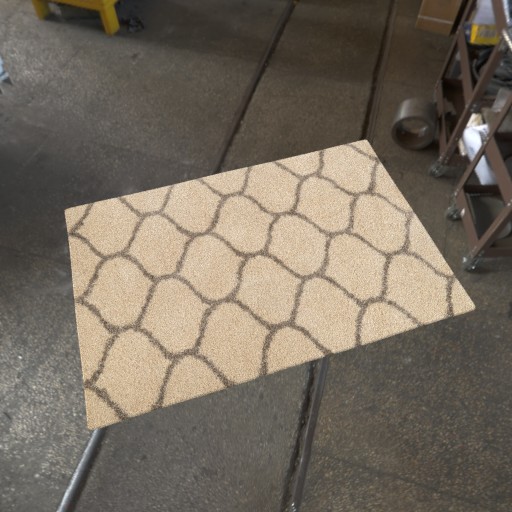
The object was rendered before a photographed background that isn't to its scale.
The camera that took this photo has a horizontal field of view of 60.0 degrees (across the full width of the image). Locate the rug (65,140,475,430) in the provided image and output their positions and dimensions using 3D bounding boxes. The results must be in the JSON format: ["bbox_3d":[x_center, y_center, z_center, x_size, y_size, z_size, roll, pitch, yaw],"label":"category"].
[{"bbox_3d":[0.000,0.000,3.372,2.701,0.026,1.801,-15,58,-9],"label":"rug"}]
